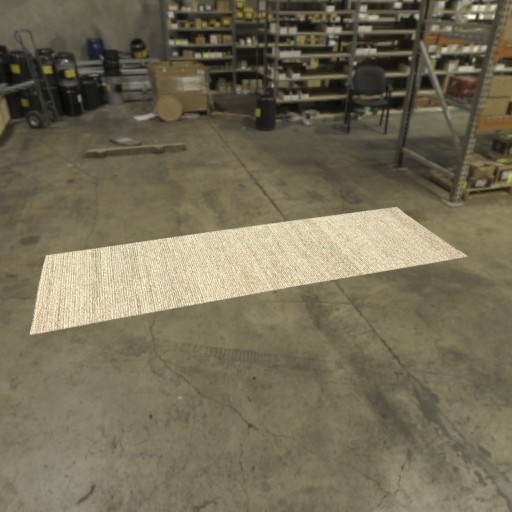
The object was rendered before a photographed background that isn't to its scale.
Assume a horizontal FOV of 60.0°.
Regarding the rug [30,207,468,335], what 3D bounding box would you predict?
[{"bbox_3d":[0.000,0.000,2.616,2.390,0.014,0.741,-9,32,-14],"label":"rug"}]
